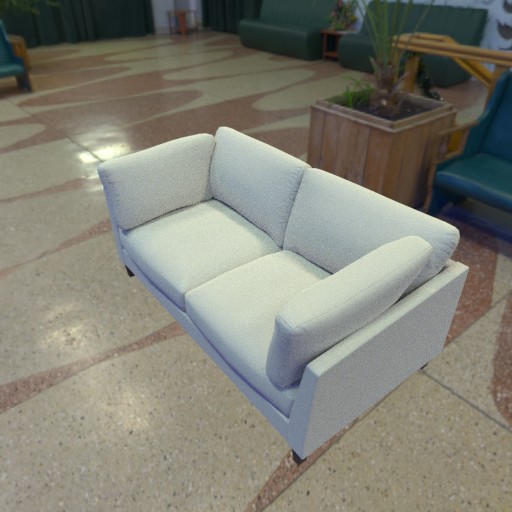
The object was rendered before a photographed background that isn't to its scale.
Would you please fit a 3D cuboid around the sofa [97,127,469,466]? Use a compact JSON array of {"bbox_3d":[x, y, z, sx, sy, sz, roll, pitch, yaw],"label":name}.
[{"bbox_3d":[0.000,0.000,2.314,0.970,0.836,1.776,-23,41,-30],"label":"sofa"}]
